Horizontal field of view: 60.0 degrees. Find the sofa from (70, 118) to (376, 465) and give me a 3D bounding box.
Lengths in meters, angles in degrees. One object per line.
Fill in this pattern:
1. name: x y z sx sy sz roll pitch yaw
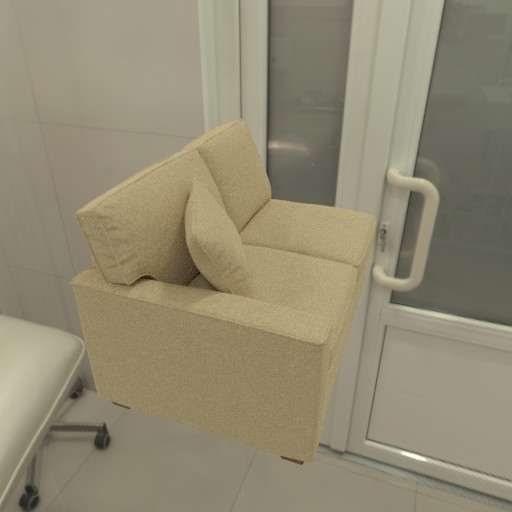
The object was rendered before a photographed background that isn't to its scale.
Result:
1. sofa: 0.000 0.000 2.125 0.991 0.989 1.388 10 31 18
